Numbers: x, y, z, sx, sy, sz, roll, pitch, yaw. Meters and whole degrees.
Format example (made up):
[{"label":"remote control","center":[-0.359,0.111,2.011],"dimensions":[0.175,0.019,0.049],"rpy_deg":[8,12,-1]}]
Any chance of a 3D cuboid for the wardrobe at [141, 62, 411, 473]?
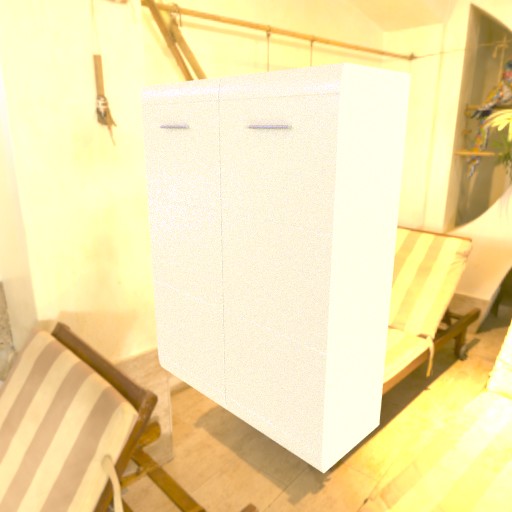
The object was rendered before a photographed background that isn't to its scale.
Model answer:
[{"label":"wardrobe","center":[0.000,0.000,1.622],"dimensions":[0.360,1.200,0.900],"rpy_deg":[-16,22,-43]}]
